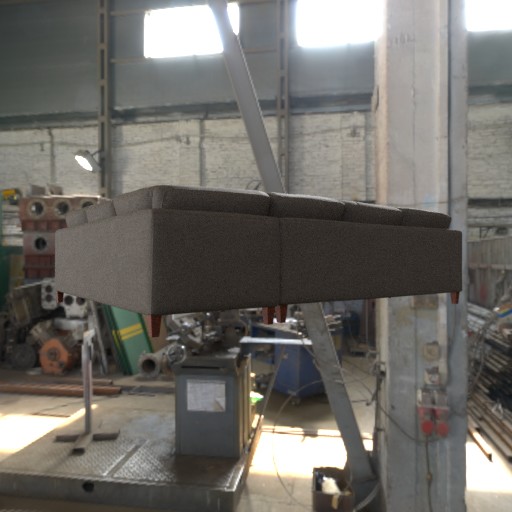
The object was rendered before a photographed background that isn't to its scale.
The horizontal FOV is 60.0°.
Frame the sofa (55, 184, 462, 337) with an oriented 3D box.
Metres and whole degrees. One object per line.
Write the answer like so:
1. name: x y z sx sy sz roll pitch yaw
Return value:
1. sofa: 0.000 0.000 4.470 3.302 0.947 2.593 0 0 -36
